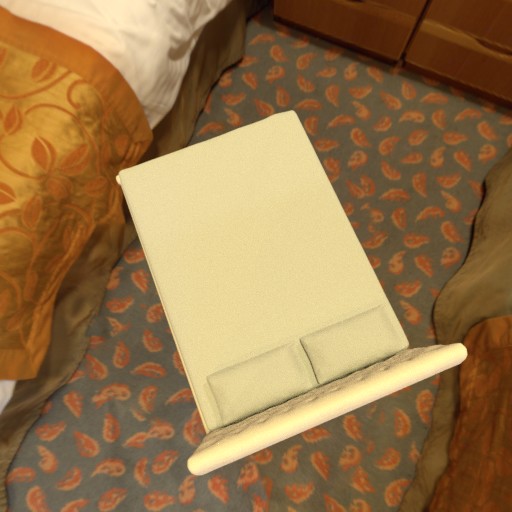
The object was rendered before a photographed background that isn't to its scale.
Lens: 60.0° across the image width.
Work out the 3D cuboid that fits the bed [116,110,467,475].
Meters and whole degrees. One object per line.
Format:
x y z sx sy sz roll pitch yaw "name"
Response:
0.000 0.000 3.386 1.698 1.427 2.387 -21 76 -5 "bed"
